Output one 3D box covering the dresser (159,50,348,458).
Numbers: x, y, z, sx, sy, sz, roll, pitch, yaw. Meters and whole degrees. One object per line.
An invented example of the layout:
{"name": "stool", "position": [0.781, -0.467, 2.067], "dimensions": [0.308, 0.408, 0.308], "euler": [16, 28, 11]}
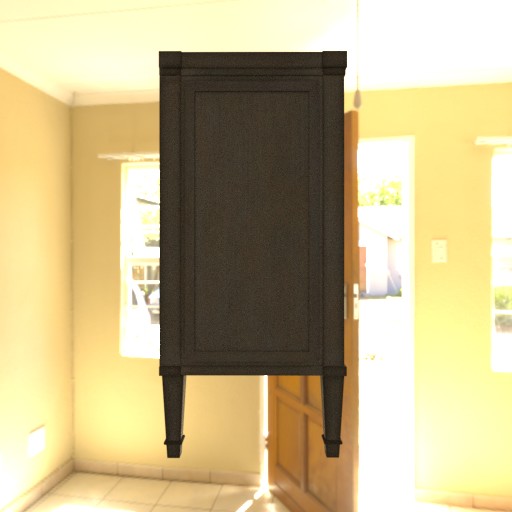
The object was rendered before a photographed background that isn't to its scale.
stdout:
{"name": "dresser", "position": [0.000, 0.000, 1.588], "dimensions": [0.463, 0.986, 1.049], "euler": [0, 0, 0]}
